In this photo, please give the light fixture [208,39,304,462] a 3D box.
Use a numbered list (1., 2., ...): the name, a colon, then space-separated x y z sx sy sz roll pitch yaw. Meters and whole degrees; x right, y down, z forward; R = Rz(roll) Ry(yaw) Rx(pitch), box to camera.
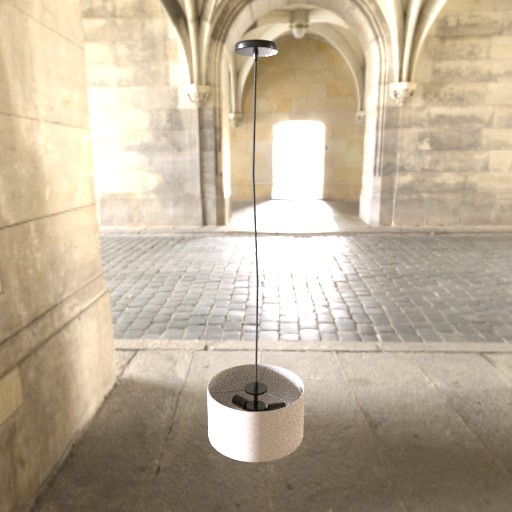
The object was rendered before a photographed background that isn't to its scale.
1. light fixture: 0.000 0.000 1.716 0.399 1.516 0.399 0 12 0
